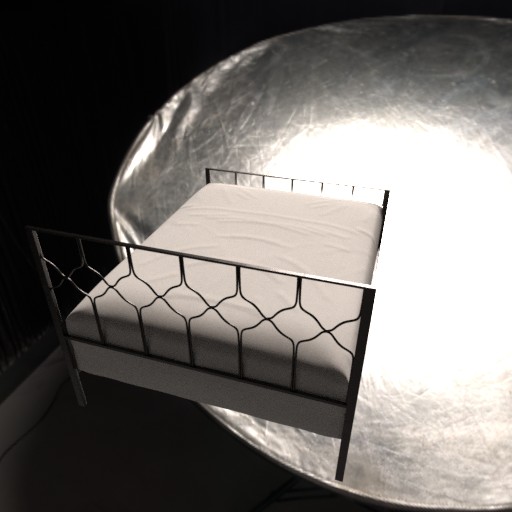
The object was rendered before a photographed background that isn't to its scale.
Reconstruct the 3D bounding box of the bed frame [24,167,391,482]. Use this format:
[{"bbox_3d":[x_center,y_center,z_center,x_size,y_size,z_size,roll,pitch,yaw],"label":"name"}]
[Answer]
[{"bbox_3d":[0.000,0.000,3.001,1.597,1.222,2.063,10,33,15],"label":"bed frame"}]
